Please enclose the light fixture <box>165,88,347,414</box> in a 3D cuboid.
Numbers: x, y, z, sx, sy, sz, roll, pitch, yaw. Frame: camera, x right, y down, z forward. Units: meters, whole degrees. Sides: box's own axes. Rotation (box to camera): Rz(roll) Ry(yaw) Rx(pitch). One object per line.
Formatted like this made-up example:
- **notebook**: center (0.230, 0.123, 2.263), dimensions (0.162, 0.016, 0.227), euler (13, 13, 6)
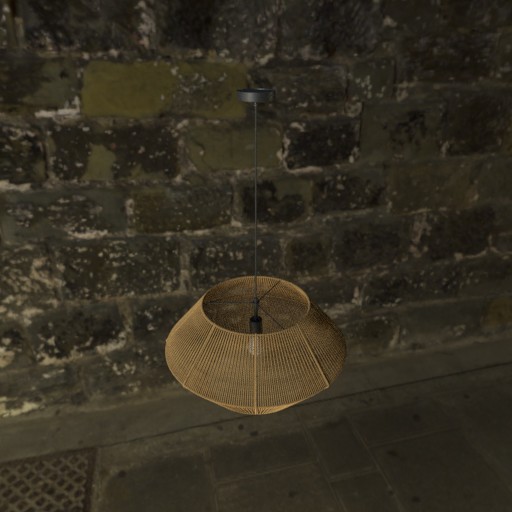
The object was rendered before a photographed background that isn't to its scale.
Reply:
- **light fixture**: center (0.000, 0.000, 1.434), dimensions (0.643, 1.009, 0.643), euler (0, 26, 0)
